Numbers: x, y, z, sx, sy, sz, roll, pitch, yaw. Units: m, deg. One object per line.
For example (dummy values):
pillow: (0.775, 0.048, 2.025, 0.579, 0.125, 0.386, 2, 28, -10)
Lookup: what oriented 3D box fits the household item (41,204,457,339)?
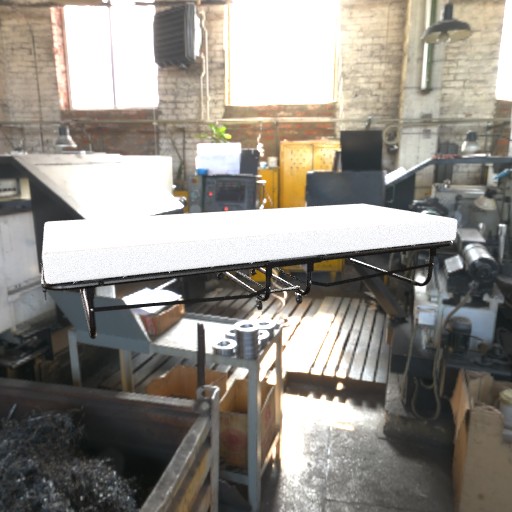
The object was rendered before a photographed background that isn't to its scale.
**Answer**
household item: (0.000, 0.000, 2.175, 1.905, 0.356, 0.787, -6, 14, -24)
